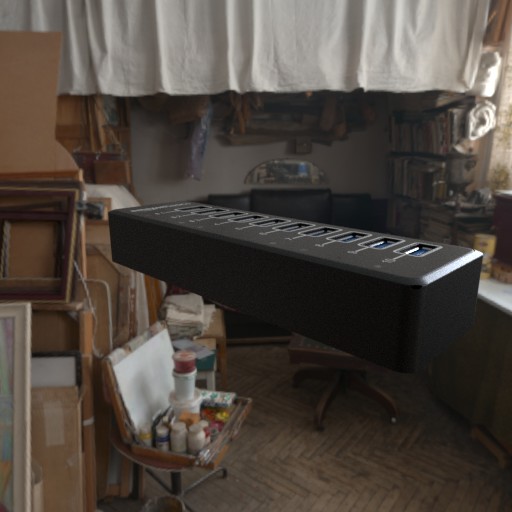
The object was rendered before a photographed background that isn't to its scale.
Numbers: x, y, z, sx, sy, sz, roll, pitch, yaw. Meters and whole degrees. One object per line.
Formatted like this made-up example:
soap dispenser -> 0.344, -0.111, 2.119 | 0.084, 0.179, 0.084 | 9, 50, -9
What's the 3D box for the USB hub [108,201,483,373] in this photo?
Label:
USB hub -> 0.000, 0.000, 0.165 | 0.145, 0.023, 0.044 | 14, 21, 42
